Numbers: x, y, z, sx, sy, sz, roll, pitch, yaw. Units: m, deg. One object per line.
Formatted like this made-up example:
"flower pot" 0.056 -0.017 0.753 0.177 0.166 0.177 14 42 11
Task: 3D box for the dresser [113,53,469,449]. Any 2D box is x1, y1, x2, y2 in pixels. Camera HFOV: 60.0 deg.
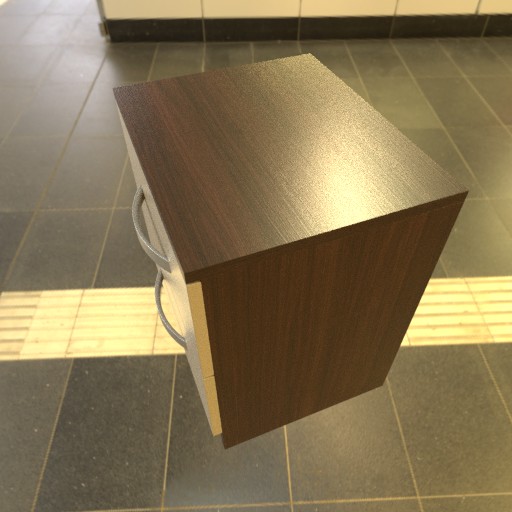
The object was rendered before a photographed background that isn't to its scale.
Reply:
"dresser" 0.000 0.000 0.754 0.360 0.470 0.400 -16 49 -15
